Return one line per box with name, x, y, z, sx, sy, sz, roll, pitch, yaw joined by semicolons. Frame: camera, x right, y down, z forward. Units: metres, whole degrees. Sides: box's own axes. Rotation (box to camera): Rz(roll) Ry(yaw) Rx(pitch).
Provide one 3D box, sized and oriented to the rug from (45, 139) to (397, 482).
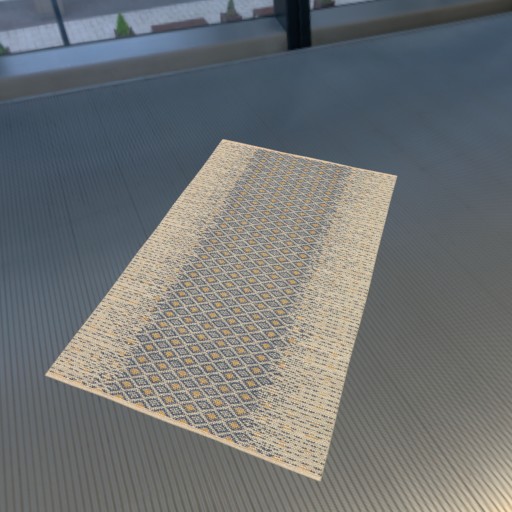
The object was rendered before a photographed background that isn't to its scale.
rug;0.000;0.000;3.001;1.541;0.008;2.448;15;49;14
